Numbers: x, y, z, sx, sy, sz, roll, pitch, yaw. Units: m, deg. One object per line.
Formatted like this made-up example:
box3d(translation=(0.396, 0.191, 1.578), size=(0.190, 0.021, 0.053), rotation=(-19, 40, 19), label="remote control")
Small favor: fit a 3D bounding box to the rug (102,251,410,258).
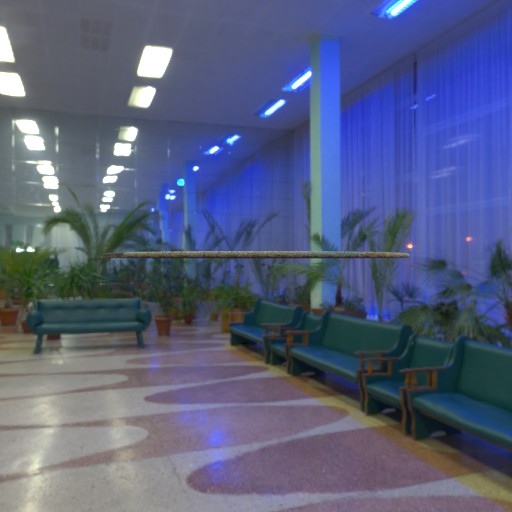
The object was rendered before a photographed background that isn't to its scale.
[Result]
box3d(translation=(0.000, 0.000, 3.730), size=(2.461, 0.033, 2.461), rotation=(0, -1, 0), label="rug")
